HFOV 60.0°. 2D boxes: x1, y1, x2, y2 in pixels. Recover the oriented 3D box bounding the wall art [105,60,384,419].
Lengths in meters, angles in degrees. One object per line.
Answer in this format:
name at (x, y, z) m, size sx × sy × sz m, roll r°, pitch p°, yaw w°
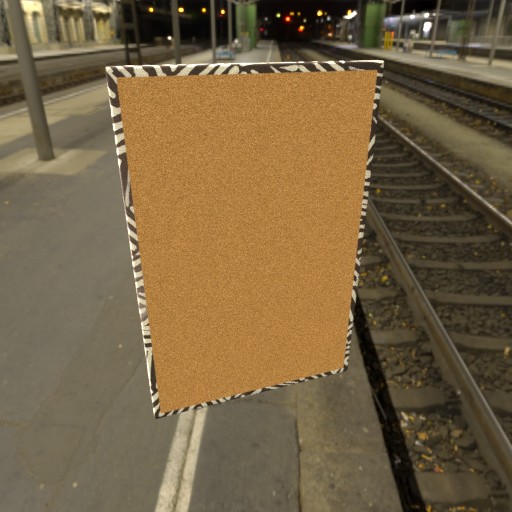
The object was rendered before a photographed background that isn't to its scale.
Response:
wall art at (0.000, 0.000, 1.149) m, size 0.615 × 0.918 × 0.035 m, roll -9°, pitch 28°, yaw -17°
